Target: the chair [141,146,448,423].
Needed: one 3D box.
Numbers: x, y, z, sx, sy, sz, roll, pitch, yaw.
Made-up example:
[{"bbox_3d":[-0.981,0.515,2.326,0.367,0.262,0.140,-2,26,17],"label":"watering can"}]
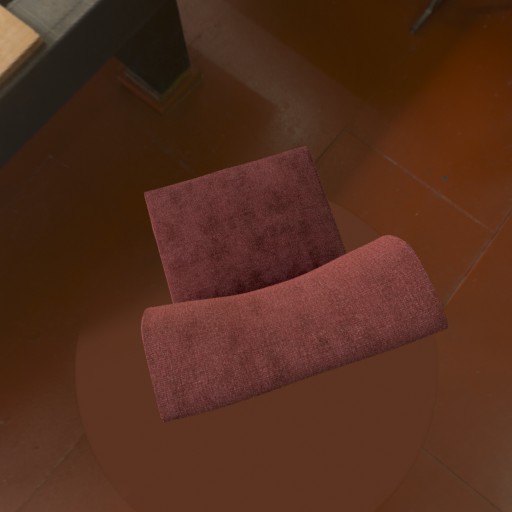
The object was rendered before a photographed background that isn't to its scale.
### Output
[{"bbox_3d":[0.000,0.000,1.217,0.538,0.846,0.640,-16,78,-4],"label":"chair"}]
